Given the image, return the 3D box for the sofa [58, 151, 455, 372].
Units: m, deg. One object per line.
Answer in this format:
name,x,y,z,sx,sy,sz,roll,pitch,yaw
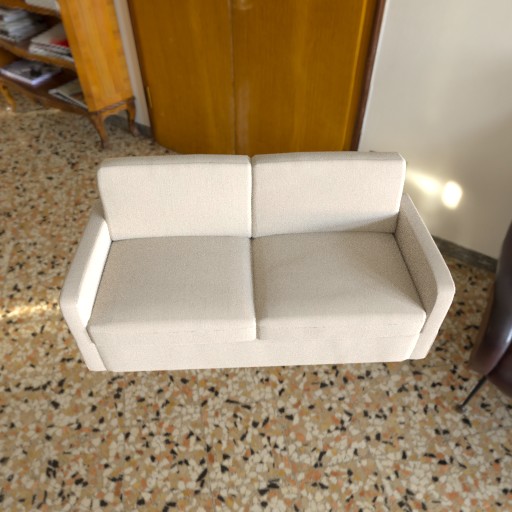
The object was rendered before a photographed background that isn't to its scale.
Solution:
sofa,0.000,0.000,2.359,1.808,0.831,0.894,-2,46,-2
